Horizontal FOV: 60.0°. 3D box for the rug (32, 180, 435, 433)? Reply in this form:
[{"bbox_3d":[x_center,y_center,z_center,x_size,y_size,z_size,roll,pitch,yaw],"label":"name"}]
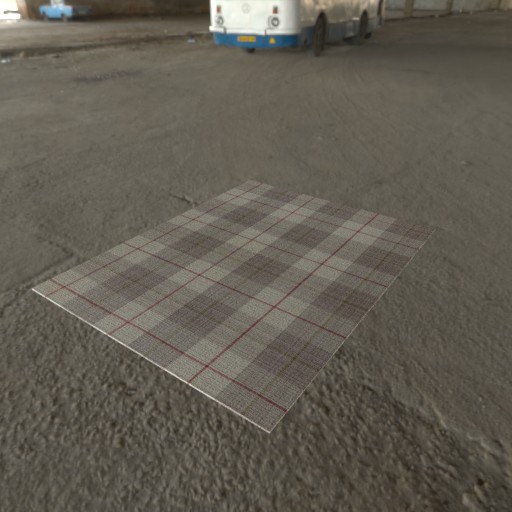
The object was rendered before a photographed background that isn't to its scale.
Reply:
[{"bbox_3d":[0.000,0.000,4.018,2.317,0.016,2.959,20,36,30],"label":"rug"}]
